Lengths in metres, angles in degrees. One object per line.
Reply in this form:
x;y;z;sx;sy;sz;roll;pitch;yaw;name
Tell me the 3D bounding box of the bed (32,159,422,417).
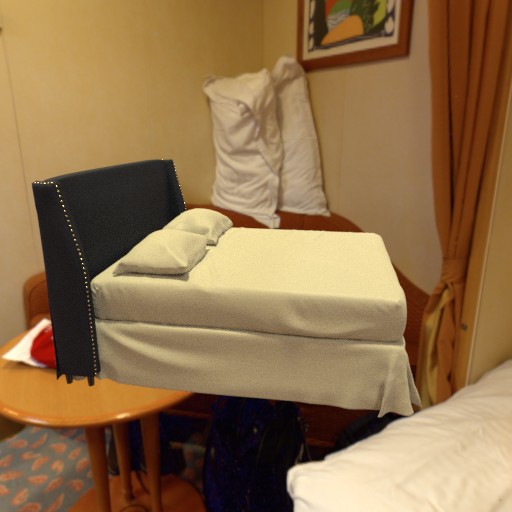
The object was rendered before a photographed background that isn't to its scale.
0.000;0.000;3.386;2.276;1.332;1.925;3;17;10;bed
